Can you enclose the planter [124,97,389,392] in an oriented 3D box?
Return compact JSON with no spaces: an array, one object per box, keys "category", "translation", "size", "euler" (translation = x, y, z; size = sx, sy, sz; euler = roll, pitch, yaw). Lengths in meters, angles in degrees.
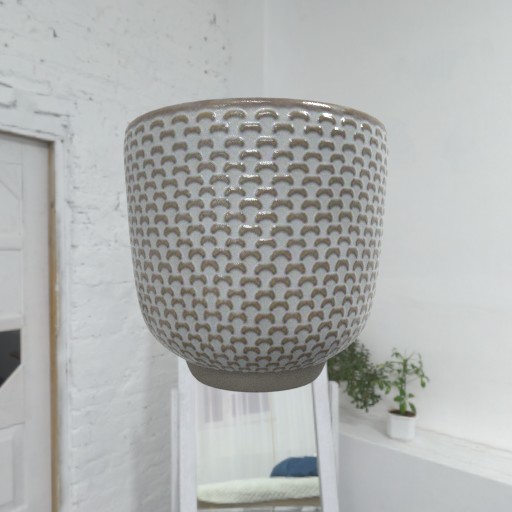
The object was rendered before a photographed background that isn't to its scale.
[{"category":"planter","translation":[0.000,0.000,0.244],"size":[0.139,0.130,0.139],"euler":[0,2,0]}]
